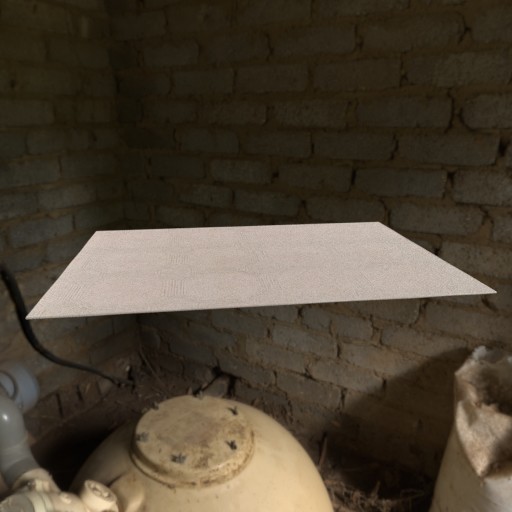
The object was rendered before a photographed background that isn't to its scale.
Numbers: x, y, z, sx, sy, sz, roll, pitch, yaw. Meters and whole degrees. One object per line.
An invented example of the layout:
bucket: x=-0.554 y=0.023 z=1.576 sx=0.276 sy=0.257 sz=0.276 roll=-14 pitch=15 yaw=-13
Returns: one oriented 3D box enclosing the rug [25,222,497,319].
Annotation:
rug: x=0.000 y=0.000 z=2.284 sx=1.839 sy=0.009 sz=1.236 roll=-2 pitch=18 yaw=-7
